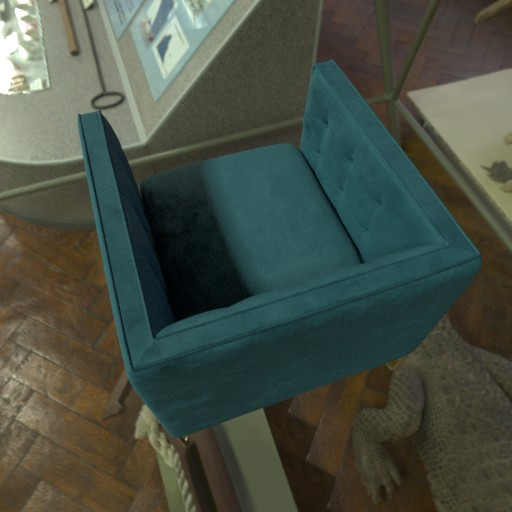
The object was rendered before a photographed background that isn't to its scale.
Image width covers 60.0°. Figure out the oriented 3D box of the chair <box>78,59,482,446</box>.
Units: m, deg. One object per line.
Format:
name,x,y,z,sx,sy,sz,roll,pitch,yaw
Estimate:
chair,0.000,0.000,1.511,0.880,0.790,0.894,-16,58,-11
